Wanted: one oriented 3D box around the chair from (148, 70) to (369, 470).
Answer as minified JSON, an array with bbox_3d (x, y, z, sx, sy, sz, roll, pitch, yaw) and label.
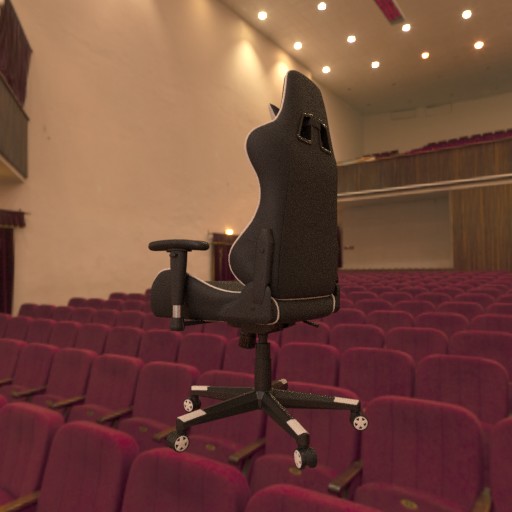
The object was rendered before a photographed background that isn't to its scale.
[{"bbox_3d":[0.000,0.000,1.633,0.700,1.240,0.700,-2,-3,35],"label":"chair"}]
